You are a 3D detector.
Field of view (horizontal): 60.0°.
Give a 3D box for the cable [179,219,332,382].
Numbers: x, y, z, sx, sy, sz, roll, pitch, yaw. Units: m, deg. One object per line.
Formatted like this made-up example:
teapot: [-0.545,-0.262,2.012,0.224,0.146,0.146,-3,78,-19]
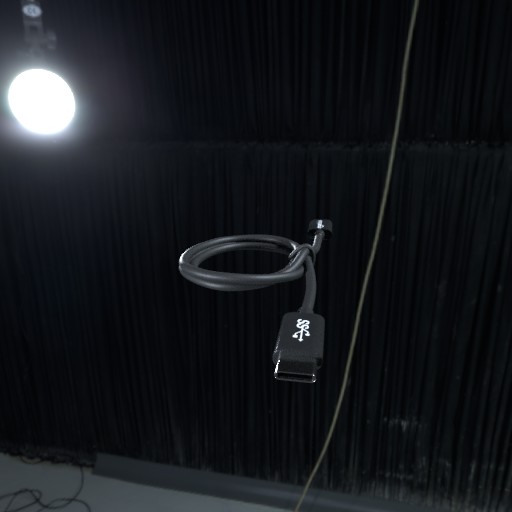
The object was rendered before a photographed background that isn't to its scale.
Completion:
cable: [0.000,0.000,0.209,0.070,0.014,0.186,3,18,9]
